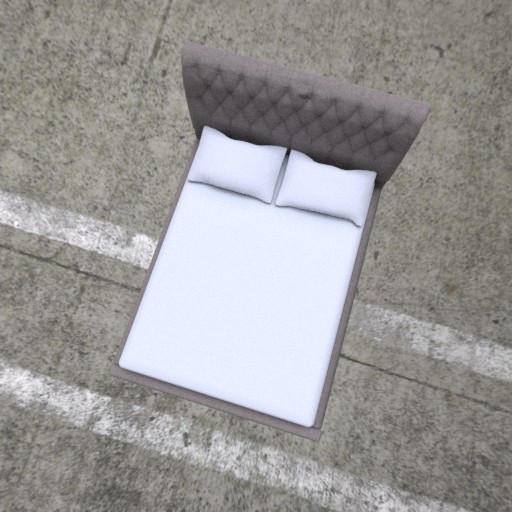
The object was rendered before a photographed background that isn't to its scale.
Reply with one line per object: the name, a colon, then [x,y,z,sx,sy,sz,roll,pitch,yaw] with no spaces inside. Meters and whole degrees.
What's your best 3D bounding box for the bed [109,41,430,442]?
bed: [0.000,0.000,3.243,1.645,1.371,2.252,16,76,4]
